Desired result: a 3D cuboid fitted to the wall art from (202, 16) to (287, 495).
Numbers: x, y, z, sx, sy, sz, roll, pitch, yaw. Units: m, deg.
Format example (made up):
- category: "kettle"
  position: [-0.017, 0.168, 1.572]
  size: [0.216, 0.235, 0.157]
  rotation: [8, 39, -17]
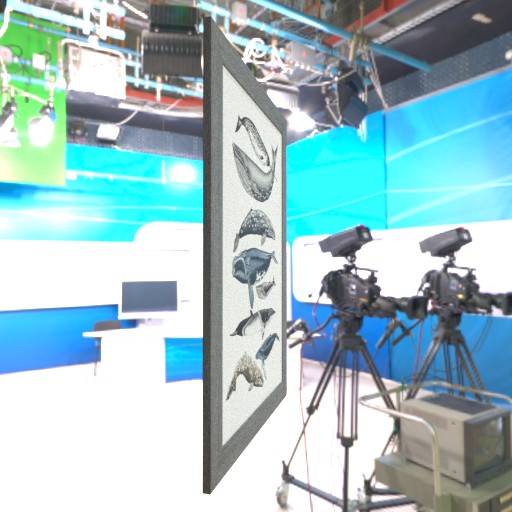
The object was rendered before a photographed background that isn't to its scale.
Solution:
- category: "wall art"
  position: [0.000, 0.000, 1.362]
  size: [0.020, 1.070, 0.768]
  rotation: [0, -1, 17]
